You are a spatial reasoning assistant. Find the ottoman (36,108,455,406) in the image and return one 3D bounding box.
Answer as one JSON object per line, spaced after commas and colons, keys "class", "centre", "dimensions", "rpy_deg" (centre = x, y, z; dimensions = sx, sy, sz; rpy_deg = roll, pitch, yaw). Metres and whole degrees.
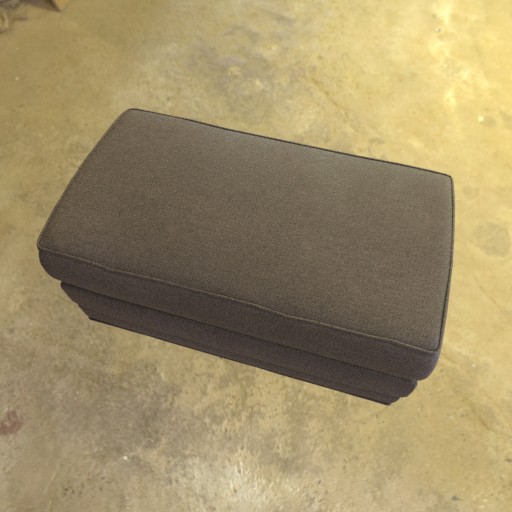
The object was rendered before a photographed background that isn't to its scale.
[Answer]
{"class": "ottoman", "centre": [0.000, 0.000, 1.132], "dimensions": [0.864, 0.448, 0.490], "rpy_deg": [14, 59, 9]}
